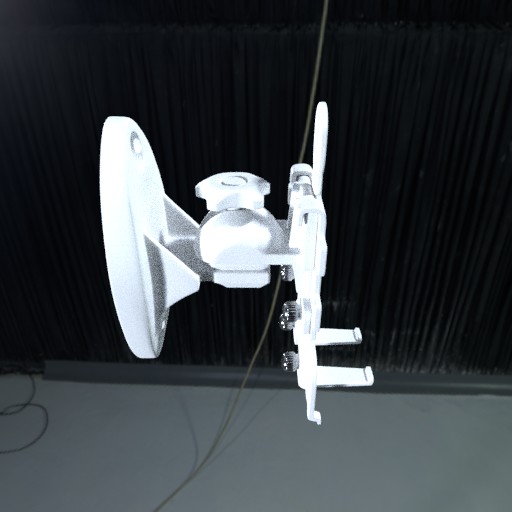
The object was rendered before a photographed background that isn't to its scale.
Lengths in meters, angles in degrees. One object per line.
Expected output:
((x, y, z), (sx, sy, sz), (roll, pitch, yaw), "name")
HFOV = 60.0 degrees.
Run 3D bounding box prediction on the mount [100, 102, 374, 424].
((0.000, 0.000, 0.176), (0.100, 0.118, 0.066), (0, 31, 1), "mount")
